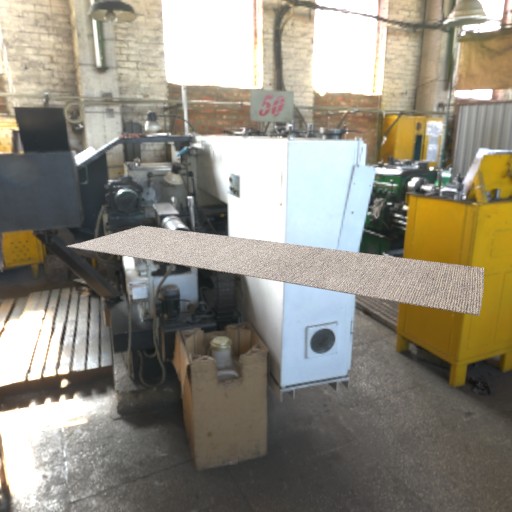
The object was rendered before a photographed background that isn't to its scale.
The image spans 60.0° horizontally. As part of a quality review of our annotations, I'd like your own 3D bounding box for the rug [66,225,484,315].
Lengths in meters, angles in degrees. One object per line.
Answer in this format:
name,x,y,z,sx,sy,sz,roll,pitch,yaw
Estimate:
rug,0.000,0.000,2.537,2.335,0.013,0.697,8,18,27
